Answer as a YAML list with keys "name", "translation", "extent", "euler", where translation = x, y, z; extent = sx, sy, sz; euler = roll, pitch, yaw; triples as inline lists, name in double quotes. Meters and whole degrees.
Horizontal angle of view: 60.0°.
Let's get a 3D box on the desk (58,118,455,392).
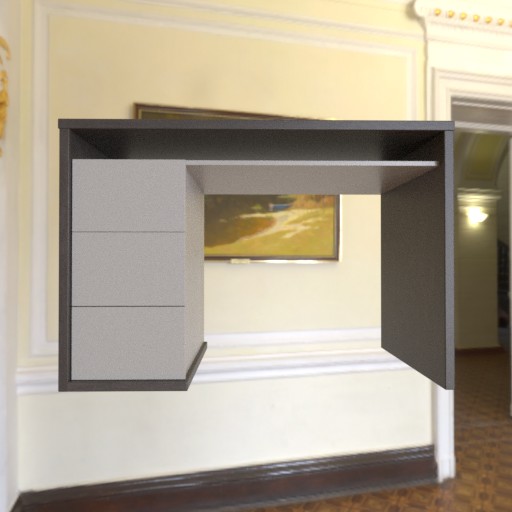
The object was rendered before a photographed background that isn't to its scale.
- name: "desk"
  translation: [0.000, 0.000, 1.523]
  extent: [1.100, 0.750, 0.600]
  euler: [0, -1, -1]
